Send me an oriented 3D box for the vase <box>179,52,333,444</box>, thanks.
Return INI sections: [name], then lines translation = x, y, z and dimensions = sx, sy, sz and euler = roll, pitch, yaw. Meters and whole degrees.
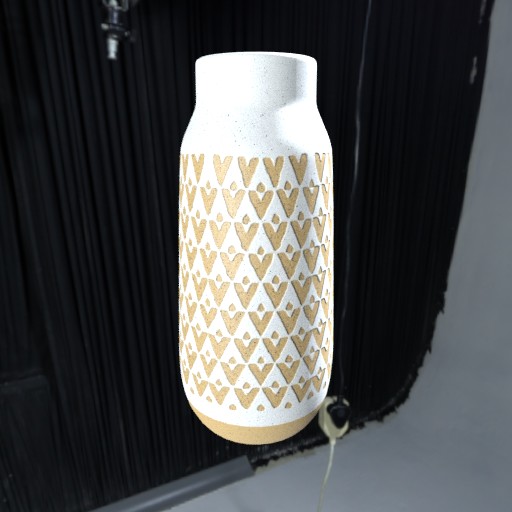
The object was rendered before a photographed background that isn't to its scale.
[vase]
translation = 0.000, 0.000, 0.378
dimensions = 0.137, 0.307, 0.137
euler = 0, 17, 0
